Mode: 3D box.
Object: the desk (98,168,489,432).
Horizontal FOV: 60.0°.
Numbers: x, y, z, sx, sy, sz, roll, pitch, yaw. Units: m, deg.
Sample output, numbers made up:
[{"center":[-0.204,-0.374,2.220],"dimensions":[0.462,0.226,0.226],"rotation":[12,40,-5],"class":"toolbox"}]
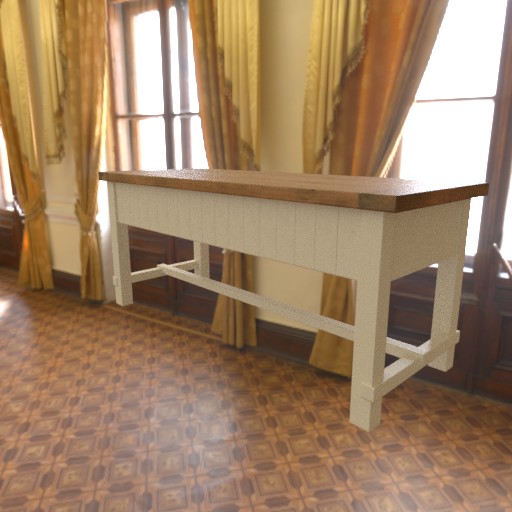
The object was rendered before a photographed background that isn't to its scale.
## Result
[{"center":[0.000,0.000,2.147],"dimensions":[0.688,0.762,1.803],"rotation":[-13,19,-42],"class":"desk"}]
